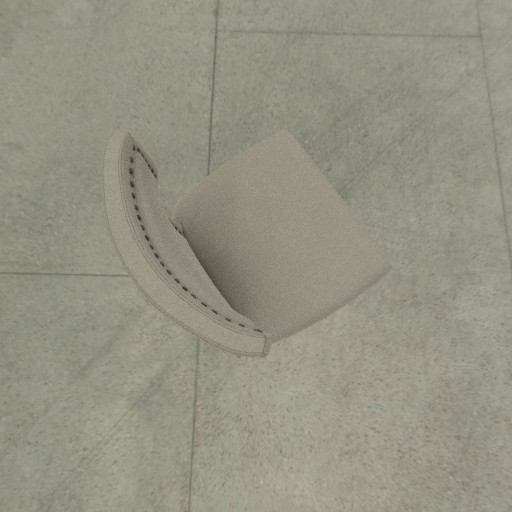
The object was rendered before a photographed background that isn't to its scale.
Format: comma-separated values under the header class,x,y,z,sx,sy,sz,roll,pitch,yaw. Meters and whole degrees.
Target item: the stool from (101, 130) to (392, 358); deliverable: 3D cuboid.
class,x,y,z,sx,sy,sz,roll,pitch,yaw
stool,0.000,0.000,1.294,0.563,0.982,0.527,-33,77,-8
